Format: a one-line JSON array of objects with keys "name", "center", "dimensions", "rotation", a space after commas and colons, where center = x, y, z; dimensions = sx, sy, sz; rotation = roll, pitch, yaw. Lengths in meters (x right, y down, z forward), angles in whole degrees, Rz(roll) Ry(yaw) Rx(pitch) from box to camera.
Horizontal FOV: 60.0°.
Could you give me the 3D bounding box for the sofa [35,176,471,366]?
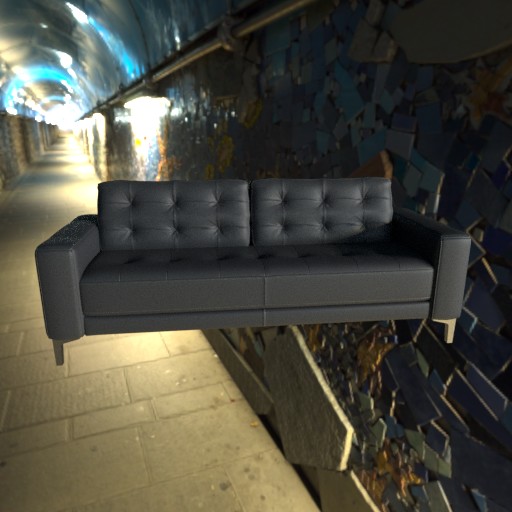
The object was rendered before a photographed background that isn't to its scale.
[{"name": "sofa", "center": [0.000, 0.000, 2.680], "dimensions": [2.275, 0.893, 0.833], "rotation": [-2, 17, -6]}]
